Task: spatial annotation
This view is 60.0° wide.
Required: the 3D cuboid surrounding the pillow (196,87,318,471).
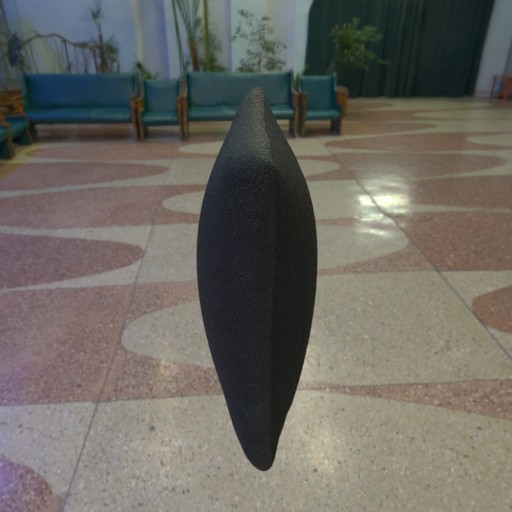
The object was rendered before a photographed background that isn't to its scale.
[{"bbox_3d":[0.000,0.000,0.813,0.210,0.523,0.533,-1,28,-1],"label":"pillow"}]
